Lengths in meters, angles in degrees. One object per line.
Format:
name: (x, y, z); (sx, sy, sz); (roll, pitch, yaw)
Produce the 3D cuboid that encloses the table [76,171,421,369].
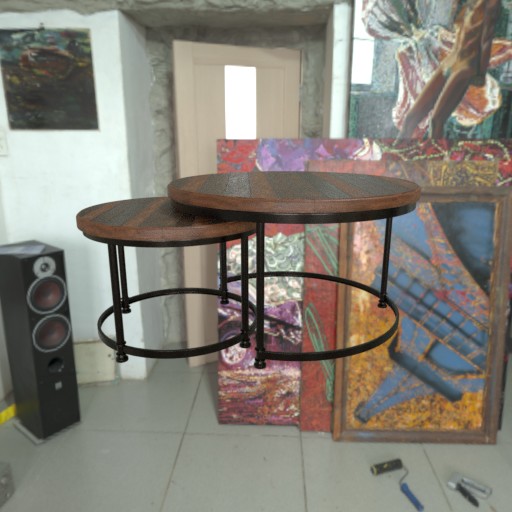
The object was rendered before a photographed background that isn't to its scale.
table: (0.000, 0.000, 1.586); (1.152, 0.516, 0.870); (-8, 17, -26)
